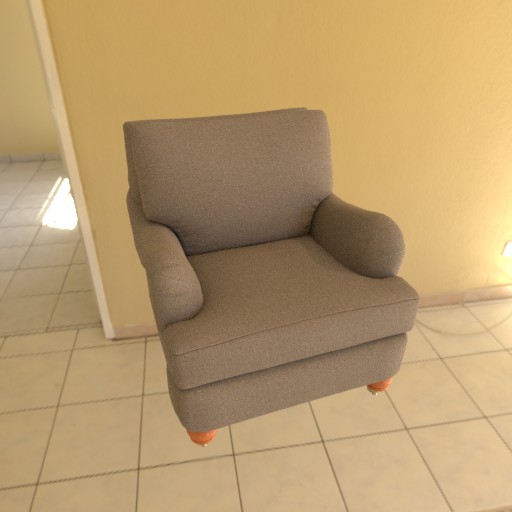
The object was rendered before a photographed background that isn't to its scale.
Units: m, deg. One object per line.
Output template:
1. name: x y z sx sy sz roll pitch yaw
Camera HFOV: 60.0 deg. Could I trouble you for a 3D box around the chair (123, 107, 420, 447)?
1. chair: 0.000 0.000 1.866 0.955 1.038 1.070 -10 32 -17
